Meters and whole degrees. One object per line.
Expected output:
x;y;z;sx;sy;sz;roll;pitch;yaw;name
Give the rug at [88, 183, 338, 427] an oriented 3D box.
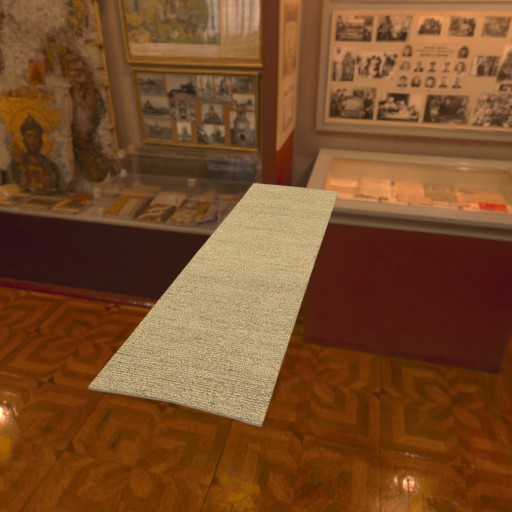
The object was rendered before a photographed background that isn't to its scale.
0.000;0.000;2.593;0.692;0.032;2.320;8;31;14;rug
